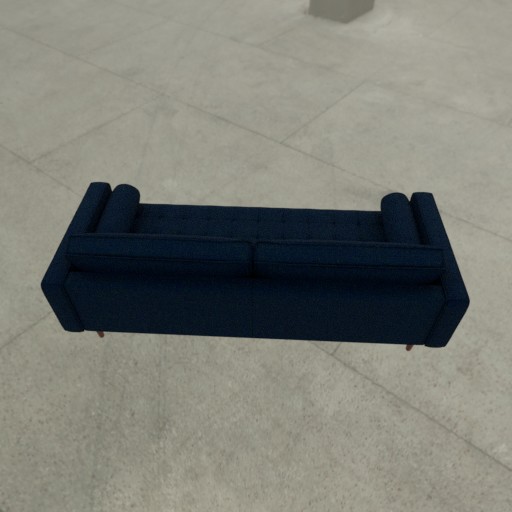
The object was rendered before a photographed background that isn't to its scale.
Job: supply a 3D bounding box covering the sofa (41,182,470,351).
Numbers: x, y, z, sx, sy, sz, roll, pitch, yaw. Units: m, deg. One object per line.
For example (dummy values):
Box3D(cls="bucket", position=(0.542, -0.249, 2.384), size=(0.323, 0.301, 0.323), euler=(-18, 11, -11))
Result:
Box3D(cls="sofa", position=(0.000, 0.000, 2.693), size=(2.210, 0.762, 0.914), euler=(2, 47, 2))
